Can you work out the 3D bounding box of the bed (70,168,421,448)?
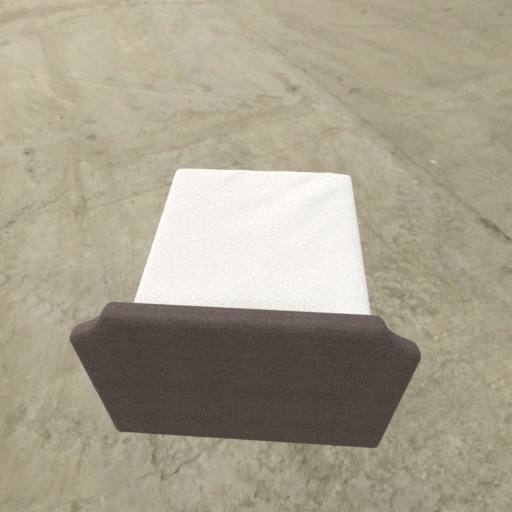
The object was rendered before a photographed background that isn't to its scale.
[{"bbox_3d":[0.000,0.000,3.135,1.693,1.290,2.116,3,46,3],"label":"bed"}]
